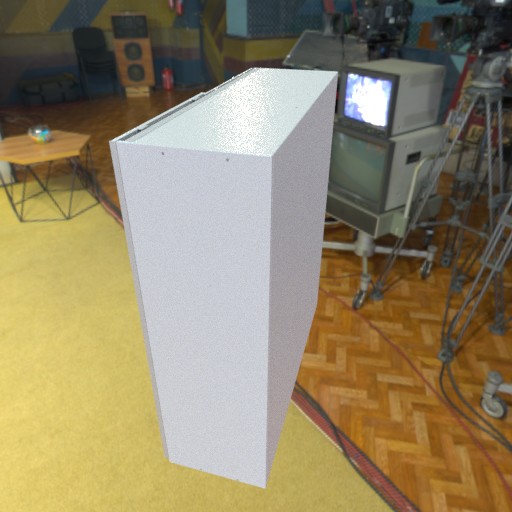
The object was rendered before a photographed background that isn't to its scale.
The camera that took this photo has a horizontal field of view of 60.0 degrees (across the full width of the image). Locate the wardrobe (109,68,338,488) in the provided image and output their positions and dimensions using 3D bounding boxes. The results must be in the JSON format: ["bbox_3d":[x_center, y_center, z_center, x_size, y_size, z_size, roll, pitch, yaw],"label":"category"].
[{"bbox_3d":[0.000,0.000,2.819,0.629,1.960,1.780,9,33,14],"label":"wardrobe"}]
